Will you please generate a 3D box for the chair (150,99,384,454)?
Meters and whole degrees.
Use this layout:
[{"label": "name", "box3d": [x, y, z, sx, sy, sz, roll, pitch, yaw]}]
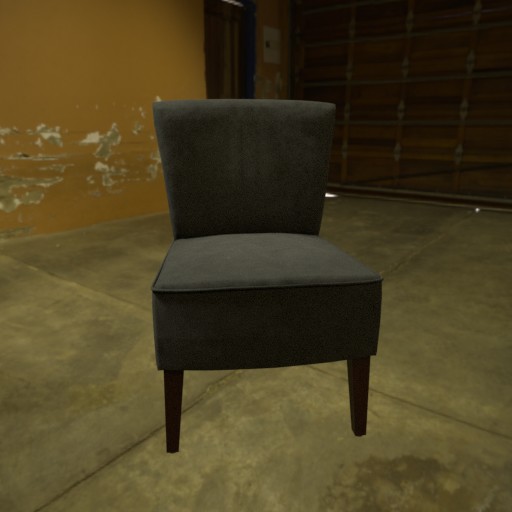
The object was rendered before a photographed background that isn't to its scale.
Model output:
[{"label": "chair", "box3d": [0.000, 0.000, 1.158, 0.521, 0.806, 0.554, -2, 16, -8]}]
